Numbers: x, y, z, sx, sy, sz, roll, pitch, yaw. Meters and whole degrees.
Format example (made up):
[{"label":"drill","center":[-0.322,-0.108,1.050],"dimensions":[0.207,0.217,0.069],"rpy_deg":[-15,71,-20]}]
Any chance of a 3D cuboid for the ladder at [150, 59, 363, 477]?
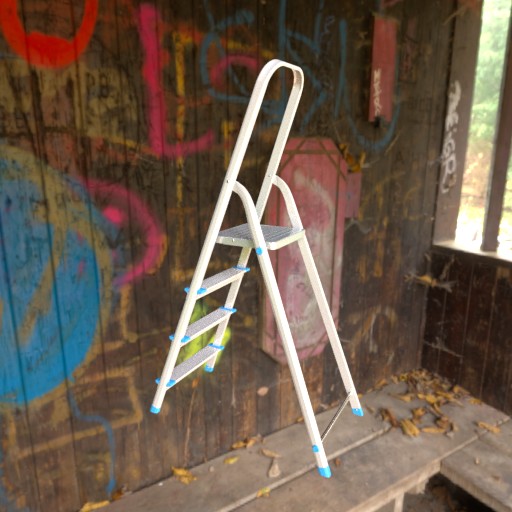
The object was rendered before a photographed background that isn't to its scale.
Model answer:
[{"label":"ladder","center":[0.000,0.000,1.789],"dimensions":[0.842,1.434,0.445],"rpy_deg":[8,16,28]}]
